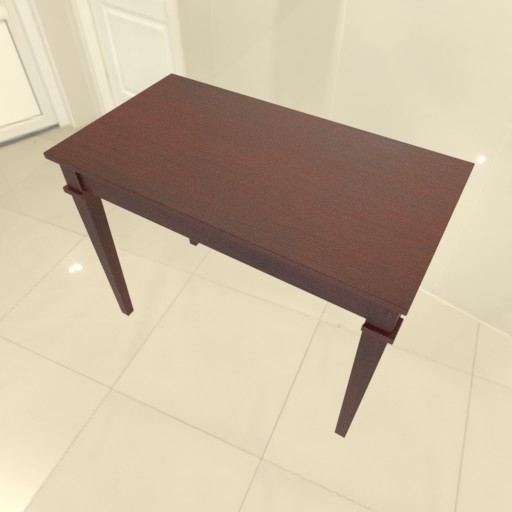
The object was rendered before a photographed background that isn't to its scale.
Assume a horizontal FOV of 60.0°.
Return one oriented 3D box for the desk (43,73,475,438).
[{"bbox_3d":[0.000,0.000,1.448,1.001,0.762,0.549,24,52,21],"label":"desk"}]
